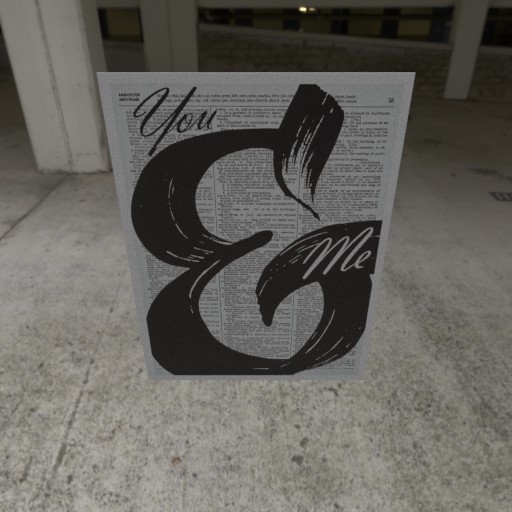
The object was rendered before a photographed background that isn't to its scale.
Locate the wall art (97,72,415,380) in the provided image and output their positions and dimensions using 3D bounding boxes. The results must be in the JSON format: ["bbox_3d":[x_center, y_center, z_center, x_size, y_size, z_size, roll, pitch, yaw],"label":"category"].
[{"bbox_3d":[0.000,0.000,0.790,0.457,0.609,0.003,0,30,0],"label":"wall art"}]
